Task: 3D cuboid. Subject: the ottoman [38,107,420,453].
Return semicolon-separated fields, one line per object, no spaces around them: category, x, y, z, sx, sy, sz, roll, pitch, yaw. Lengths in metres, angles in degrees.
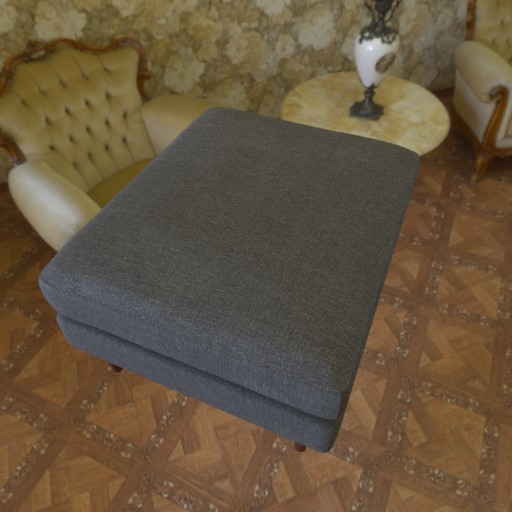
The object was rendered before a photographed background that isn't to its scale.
ottoman;0.000;0.000;1.225;0.693;0.474;0.821;17;49;16
